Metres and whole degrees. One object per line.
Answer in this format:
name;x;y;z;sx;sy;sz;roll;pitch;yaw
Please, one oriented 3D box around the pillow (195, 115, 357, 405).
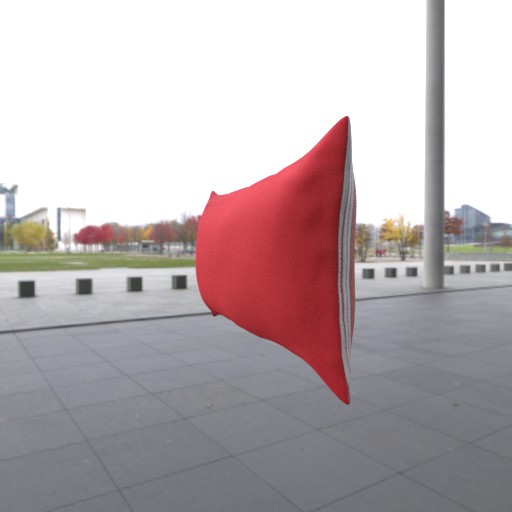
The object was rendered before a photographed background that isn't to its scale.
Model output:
pillow;0.000;0.000;0.741;0.151;0.297;0.608;0;1;-19
